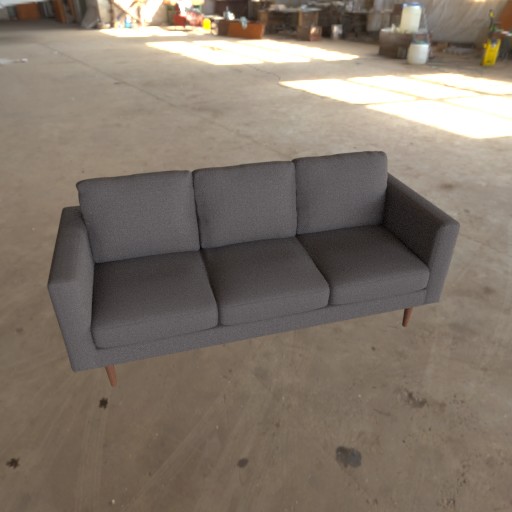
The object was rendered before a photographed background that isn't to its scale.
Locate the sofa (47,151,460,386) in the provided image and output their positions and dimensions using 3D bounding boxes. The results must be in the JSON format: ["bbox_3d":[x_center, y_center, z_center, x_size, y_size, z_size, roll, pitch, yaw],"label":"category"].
[{"bbox_3d":[0.000,0.000,2.502,2.029,0.912,0.802,-9,33,-13],"label":"sofa"}]
